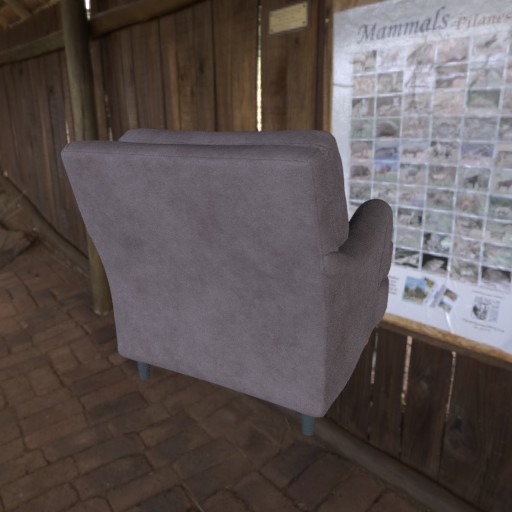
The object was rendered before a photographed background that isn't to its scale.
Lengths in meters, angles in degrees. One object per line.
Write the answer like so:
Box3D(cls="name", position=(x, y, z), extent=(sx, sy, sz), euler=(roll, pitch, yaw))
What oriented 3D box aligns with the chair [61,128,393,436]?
Box3D(cls="chair", position=(0.000, 0.000, 1.798), extent=(0.955, 0.997, 1.070), euler=(9, 19, 27))
